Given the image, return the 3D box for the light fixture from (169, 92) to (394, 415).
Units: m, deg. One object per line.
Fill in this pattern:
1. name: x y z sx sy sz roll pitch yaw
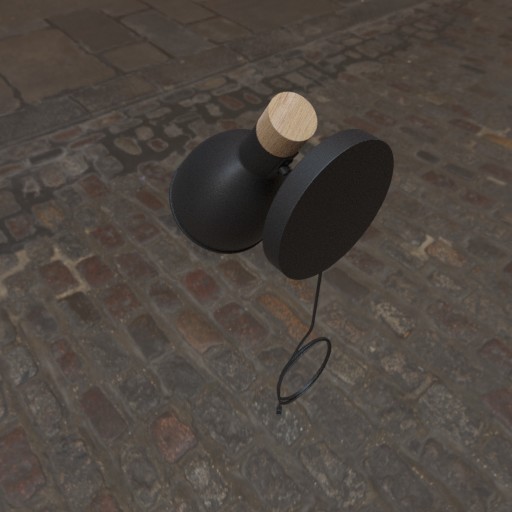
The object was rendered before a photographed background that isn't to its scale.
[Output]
1. light fixture: 0.000 0.000 0.492 0.127 0.401 0.203 -31 54 -26
